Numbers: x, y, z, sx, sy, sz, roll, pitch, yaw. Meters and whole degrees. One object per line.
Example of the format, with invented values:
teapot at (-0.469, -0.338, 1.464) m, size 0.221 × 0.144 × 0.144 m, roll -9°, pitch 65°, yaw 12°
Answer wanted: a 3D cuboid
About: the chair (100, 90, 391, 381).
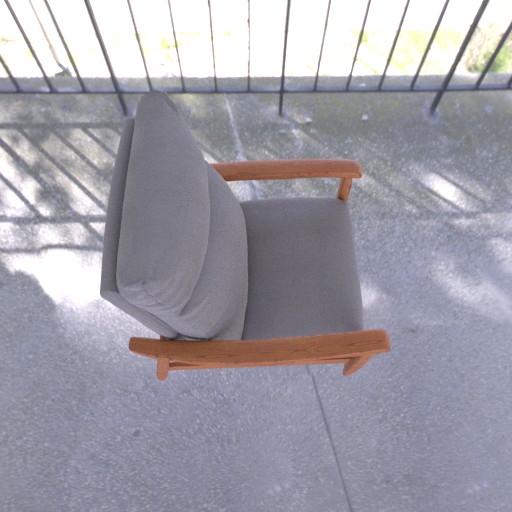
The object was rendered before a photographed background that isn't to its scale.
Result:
chair at (0.000, 0.000, 1.559) m, size 0.816 × 0.922 × 0.782 m, roll -1°, pitch 63°, yaw -1°
